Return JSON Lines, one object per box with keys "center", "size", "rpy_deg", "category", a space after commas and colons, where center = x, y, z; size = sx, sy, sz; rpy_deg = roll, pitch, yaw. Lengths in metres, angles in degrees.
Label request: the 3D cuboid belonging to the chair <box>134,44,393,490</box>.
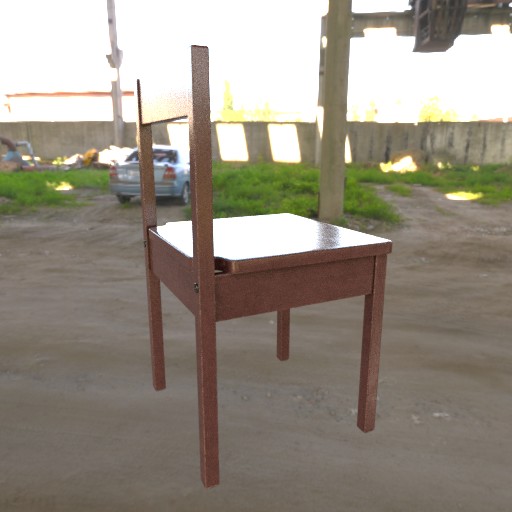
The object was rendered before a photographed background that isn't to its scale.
{"center": [0.000, 0.000, 0.868], "size": [0.361, 0.668, 0.367], "rpy_deg": [-7, 16, -25], "category": "chair"}
